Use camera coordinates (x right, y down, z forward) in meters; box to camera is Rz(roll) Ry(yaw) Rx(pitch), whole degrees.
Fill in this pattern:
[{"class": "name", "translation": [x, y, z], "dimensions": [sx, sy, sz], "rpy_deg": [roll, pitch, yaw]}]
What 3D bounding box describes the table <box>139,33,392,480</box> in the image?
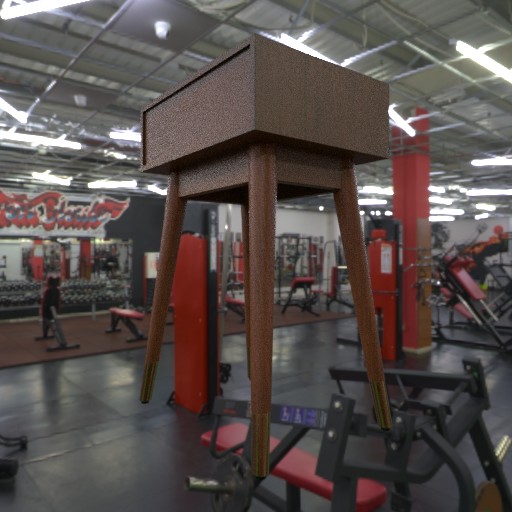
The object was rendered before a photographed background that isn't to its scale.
[{"class": "table", "translation": [0.000, 0.000, 0.836], "dimensions": [0.300, 0.599, 0.406], "rpy_deg": [0, 0, -37]}]
